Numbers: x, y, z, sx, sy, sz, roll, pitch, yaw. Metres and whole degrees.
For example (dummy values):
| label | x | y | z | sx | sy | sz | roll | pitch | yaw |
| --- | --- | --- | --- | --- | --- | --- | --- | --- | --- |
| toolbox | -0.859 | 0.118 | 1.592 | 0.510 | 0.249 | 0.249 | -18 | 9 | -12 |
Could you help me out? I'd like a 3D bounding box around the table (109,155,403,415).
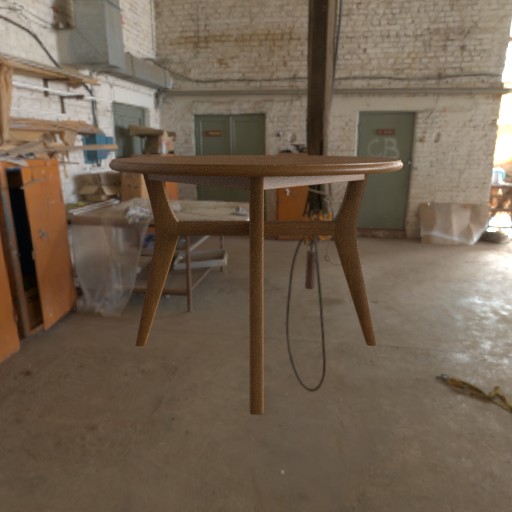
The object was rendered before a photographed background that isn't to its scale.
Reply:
| label | x | y | z | sx | sy | sz | roll | pitch | yaw |
| --- | --- | --- | --- | --- | --- | --- | --- | --- | --- |
| table | 0.000 | 0.000 | 1.759 | 1.055 | 0.757 | 1.055 | 0 | 14 | 0 |
